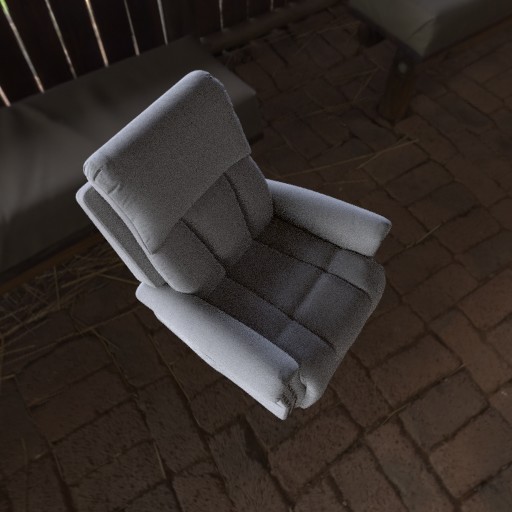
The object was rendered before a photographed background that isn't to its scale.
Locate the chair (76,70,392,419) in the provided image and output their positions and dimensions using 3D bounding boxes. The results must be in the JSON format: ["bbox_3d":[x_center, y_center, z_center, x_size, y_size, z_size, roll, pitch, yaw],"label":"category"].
[{"bbox_3d":[0.000,0.000,1.761,0.979,1.031,0.871,31,64,17],"label":"chair"}]
